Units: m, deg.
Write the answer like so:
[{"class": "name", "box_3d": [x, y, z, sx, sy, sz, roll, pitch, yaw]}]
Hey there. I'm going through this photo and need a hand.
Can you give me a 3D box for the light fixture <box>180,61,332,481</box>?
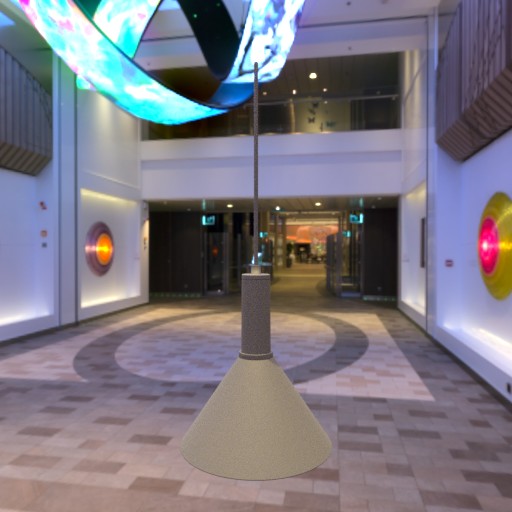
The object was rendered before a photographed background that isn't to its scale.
[{"class": "light fixture", "box_3d": [0.000, 0.000, 0.785, 0.267, 0.683, 0.267, 0, 1, -36]}]
